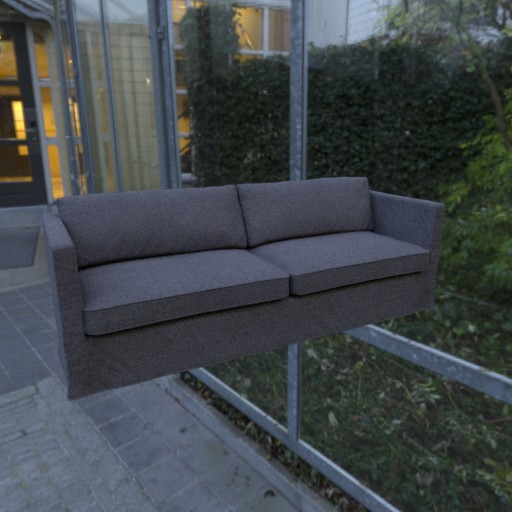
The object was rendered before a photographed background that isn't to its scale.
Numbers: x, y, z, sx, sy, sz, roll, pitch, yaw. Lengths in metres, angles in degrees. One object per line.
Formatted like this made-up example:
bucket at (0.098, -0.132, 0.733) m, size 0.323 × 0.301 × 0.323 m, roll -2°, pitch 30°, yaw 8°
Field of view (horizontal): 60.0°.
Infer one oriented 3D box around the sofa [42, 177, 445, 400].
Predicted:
sofa at (0.000, 0.000, 3.252) m, size 2.779 × 0.998 × 1.036 m, roll -8°, pitch 18°, yaw -26°
